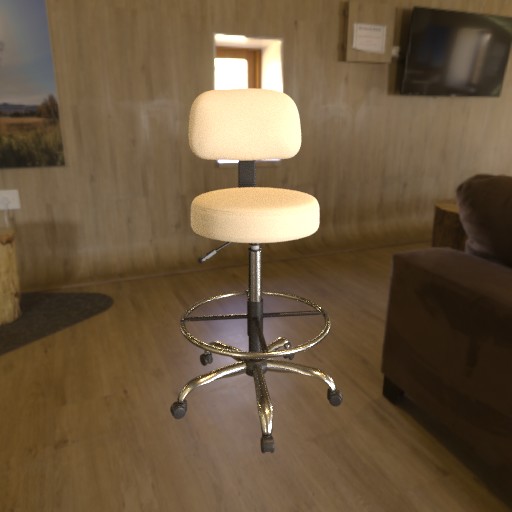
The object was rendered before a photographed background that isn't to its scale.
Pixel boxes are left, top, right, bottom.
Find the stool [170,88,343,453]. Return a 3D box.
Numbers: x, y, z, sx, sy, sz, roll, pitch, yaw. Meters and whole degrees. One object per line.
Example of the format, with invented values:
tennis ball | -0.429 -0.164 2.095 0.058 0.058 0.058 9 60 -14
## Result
stool | 0.000 0.000 1.470 0.609 1.080 0.616 -2 17 -7
